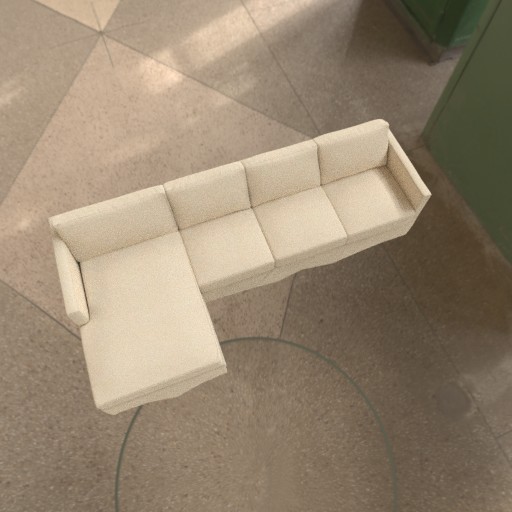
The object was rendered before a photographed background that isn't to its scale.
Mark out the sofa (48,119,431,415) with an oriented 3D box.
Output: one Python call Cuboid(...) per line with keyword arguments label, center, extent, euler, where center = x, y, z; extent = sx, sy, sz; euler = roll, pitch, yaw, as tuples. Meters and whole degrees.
Cuboid(label="sofa", center=(0.000, 0.000, 3.887), extent=(3.205, 0.922, 1.650), euler=(-18, 65, -9))
